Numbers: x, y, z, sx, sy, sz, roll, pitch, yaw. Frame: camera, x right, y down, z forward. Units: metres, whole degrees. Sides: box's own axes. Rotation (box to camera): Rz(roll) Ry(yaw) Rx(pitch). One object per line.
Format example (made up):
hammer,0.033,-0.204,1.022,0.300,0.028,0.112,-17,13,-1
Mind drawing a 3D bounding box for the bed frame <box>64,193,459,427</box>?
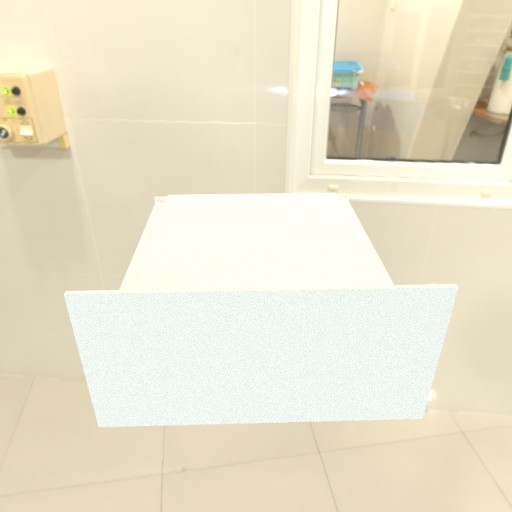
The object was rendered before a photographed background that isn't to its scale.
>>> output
bed frame,0.000,0.000,2.865,1.622,0.800,1.960,-1,30,-2
